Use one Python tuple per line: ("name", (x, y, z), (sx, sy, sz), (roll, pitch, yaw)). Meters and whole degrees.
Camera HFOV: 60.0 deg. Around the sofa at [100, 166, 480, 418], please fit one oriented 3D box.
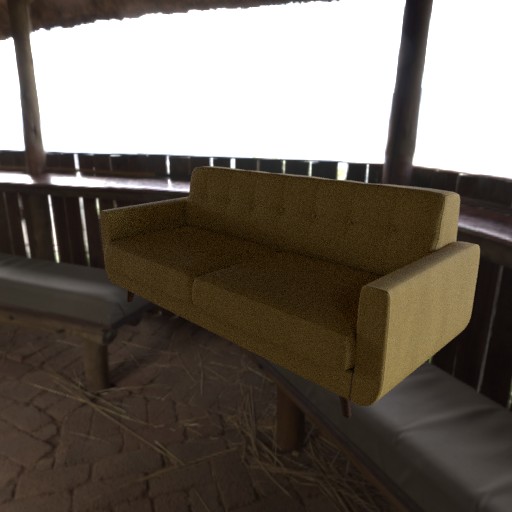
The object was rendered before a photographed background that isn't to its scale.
("sofa", (0.000, 0.000, 2.453), (2.029, 0.841, 0.909), (16, 23, 42))
